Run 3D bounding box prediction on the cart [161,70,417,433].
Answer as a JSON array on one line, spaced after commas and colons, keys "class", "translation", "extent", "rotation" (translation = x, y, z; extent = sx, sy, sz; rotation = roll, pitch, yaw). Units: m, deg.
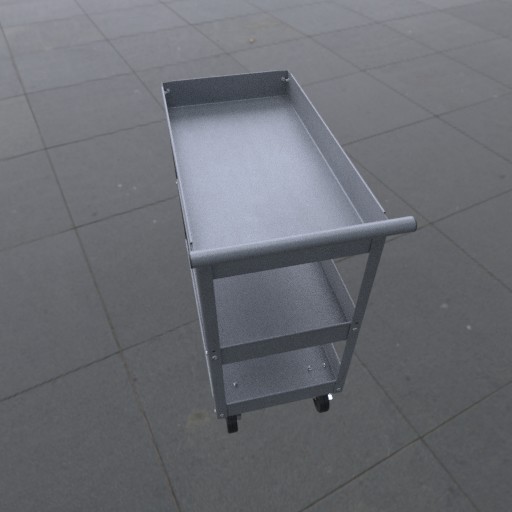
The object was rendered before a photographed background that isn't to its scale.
[{"class": "cart", "translation": [0.000, 0.000, 1.199], "extent": [0.366, 0.780, 0.719], "rotation": [-9, 46, -9]}]
